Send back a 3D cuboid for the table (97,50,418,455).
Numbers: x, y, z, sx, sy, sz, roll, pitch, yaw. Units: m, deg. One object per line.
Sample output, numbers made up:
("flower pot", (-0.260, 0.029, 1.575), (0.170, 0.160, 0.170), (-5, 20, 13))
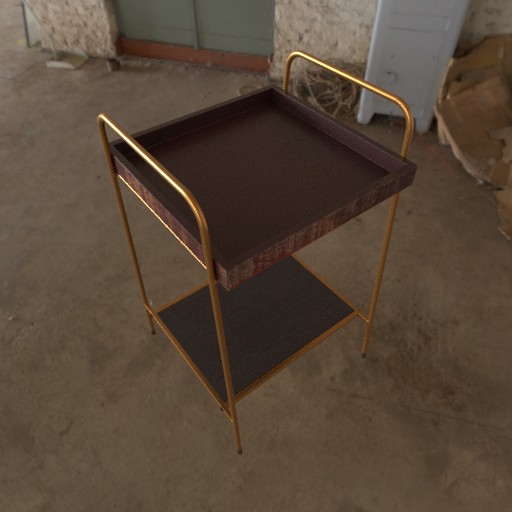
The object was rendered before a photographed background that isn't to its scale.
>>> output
("table", (0.000, 0.000, 0.979), (0.430, 0.710, 0.430), (-29, 53, -25))
